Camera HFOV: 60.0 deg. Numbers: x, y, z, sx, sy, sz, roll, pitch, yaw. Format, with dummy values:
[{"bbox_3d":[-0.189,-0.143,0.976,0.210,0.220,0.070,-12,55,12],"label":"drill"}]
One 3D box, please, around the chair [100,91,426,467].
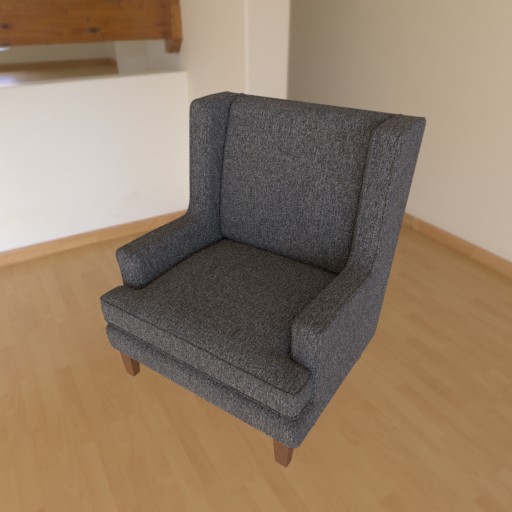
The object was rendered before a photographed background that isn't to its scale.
[{"bbox_3d":[0.000,0.000,1.821,0.942,1.082,0.927,19,35,29],"label":"chair"}]
